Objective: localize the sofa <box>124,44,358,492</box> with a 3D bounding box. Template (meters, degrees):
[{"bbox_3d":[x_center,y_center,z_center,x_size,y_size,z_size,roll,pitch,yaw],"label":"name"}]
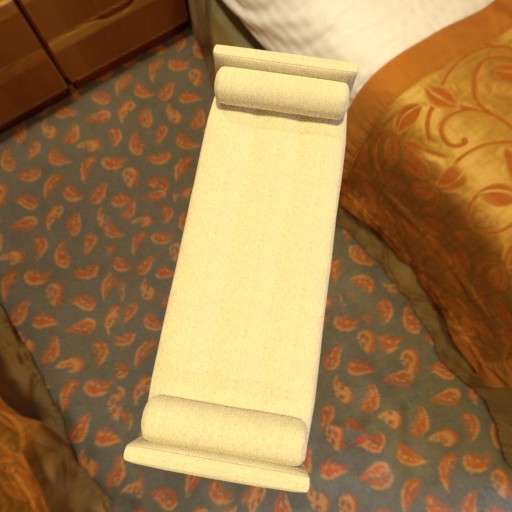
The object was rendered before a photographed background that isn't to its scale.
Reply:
[{"bbox_3d":[0.000,0.000,2.382,0.797,0.655,2.102,9,75,2],"label":"sofa"}]
